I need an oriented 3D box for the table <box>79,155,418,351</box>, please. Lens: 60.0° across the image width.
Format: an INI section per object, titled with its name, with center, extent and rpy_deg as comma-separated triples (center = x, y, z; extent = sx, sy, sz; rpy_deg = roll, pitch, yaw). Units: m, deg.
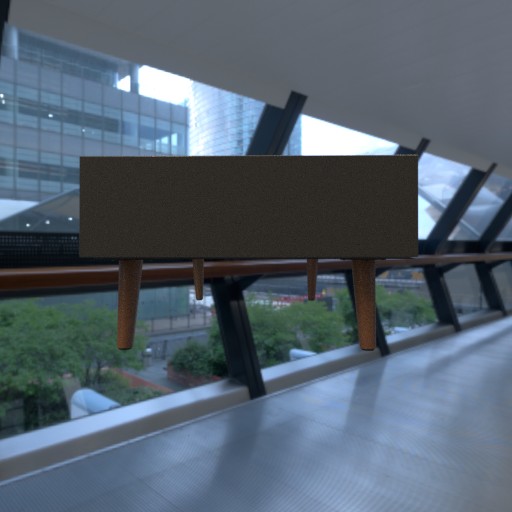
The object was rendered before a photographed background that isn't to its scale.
[table]
center = 0.000, 0.000, 1.500
extent = 0.703, 0.404, 1.201
rpy_deg = 0, 0, 1
